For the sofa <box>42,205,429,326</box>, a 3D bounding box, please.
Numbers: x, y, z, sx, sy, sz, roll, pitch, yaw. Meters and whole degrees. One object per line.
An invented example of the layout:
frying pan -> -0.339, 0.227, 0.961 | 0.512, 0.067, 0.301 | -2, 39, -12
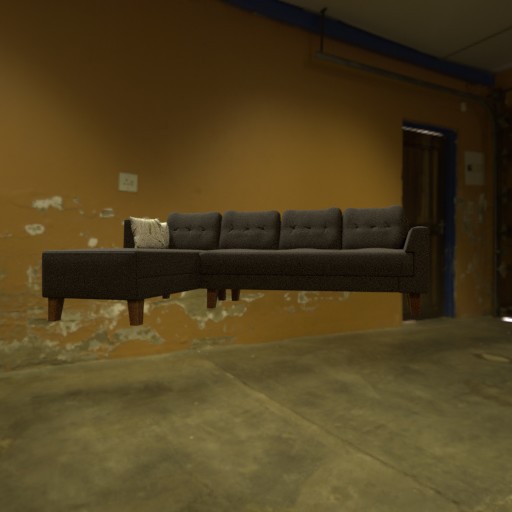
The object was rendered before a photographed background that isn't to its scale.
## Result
sofa -> 0.000, 0.000, 3.641 | 2.679, 0.932, 1.829 | 0, 0, 17
